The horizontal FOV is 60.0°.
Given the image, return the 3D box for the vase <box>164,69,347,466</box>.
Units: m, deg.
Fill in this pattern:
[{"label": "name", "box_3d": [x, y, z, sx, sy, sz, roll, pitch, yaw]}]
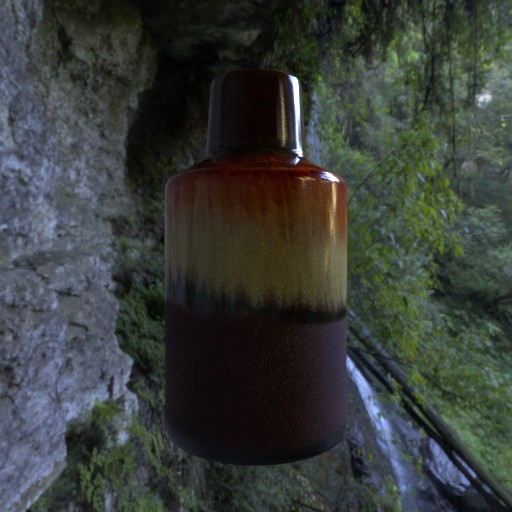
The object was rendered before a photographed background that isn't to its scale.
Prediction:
[{"label": "vase", "box_3d": [0.000, 0.000, 0.267, 0.108, 0.204, 0.108, 0, 2, 0]}]
